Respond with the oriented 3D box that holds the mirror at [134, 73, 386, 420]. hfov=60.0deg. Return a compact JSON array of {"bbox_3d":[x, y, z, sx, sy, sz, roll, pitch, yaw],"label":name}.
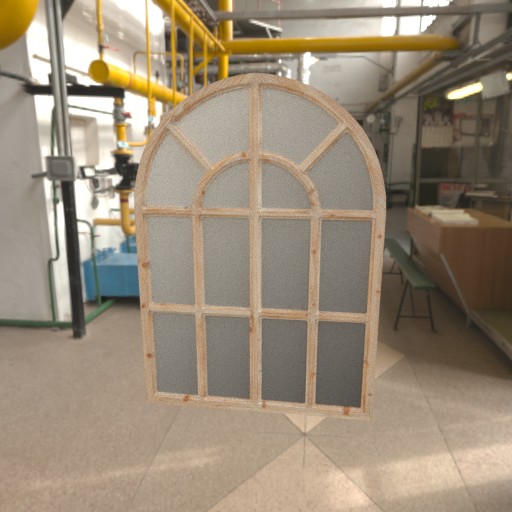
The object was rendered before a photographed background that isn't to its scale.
[{"bbox_3d":[0.000,0.000,1.196,0.660,0.920,0.032,2,14,8],"label":"mirror"}]
